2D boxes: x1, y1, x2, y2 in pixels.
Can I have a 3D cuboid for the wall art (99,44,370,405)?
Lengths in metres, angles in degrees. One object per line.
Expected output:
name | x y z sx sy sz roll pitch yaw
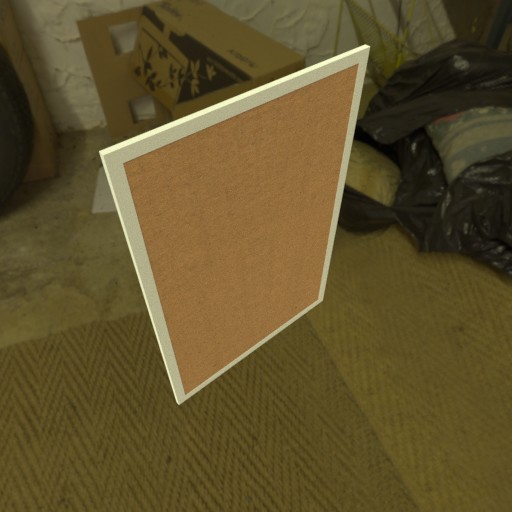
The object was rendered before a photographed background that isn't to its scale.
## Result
wall art | 0.000 0.000 1.227 0.660 0.965 0.015 -31 55 -25
